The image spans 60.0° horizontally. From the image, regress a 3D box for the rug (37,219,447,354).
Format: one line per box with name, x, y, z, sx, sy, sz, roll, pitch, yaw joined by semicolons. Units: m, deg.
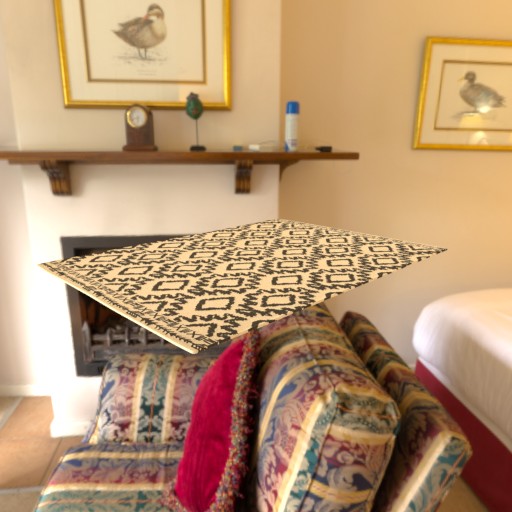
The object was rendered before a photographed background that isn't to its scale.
rug;0.000;0.000;4.411;3.369;0.036;2.444;-14;21;-43
